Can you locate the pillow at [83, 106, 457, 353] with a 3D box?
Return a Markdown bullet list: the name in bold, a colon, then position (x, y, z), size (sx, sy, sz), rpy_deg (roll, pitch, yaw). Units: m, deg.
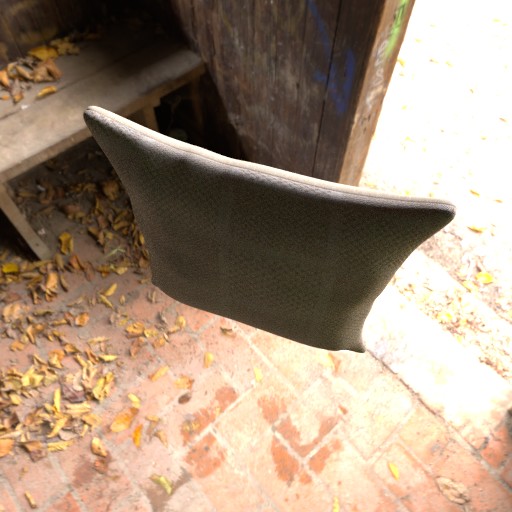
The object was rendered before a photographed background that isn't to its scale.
- **pillow**: position (0.000, 0.000, 0.670), size (0.436, 0.432, 0.138), rpy_deg (17, 61, 10)
